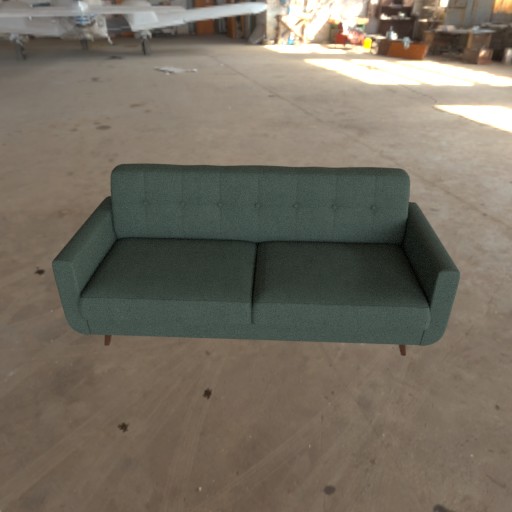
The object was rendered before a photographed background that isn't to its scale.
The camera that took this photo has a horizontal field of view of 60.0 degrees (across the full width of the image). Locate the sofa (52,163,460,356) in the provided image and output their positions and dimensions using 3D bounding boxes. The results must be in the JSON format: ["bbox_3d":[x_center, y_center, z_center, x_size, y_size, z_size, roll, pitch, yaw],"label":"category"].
[{"bbox_3d":[0.000,0.000,2.595,2.029,0.841,0.909,1,31,2],"label":"sofa"}]
